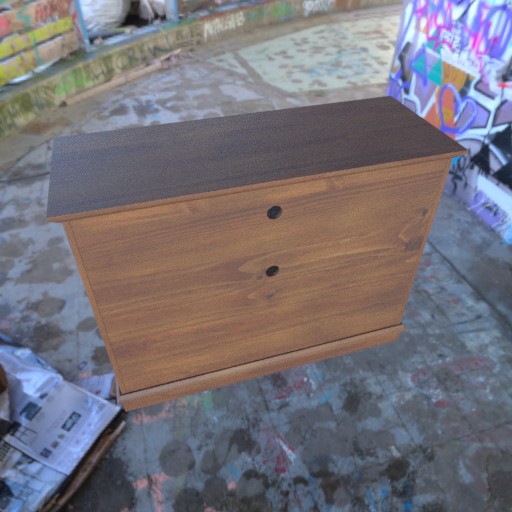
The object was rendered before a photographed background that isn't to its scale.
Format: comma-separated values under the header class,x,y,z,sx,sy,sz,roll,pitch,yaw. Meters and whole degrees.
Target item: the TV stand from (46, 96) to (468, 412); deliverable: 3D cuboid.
class,x,y,z,sx,sy,sz,roll,pitch,yaw
TV stand,0.000,0.000,1.481,1.067,0.813,0.406,-11,42,-13
